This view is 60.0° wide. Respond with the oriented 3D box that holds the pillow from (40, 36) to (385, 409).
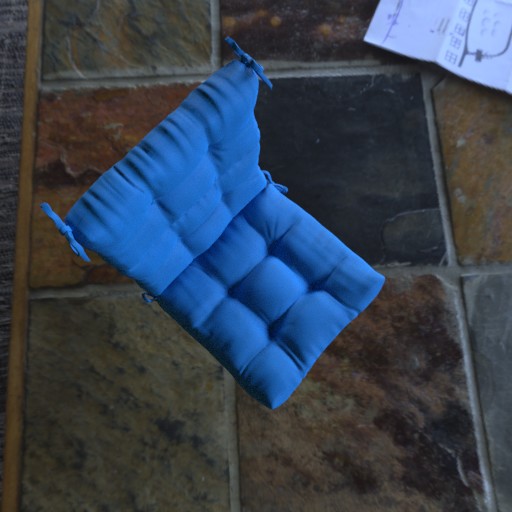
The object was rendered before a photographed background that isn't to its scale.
[{"bbox_3d":[0.000,0.000,1.021,0.571,0.605,0.519,42,80,9],"label":"pillow"}]
